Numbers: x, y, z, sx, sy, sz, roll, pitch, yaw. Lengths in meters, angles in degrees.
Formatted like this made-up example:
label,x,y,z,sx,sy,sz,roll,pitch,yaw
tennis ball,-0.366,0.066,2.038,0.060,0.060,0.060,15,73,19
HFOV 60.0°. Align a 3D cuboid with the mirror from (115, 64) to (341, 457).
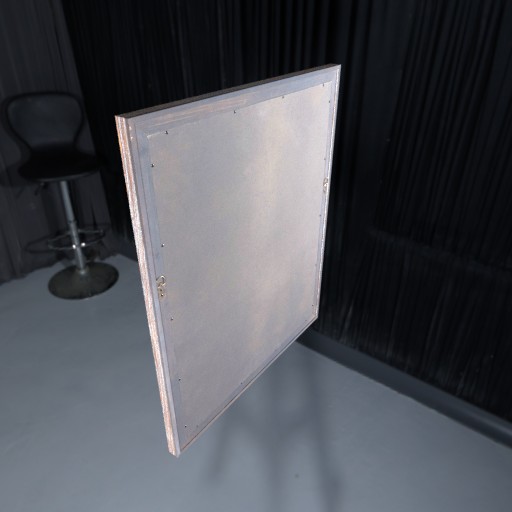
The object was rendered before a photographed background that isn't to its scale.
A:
label,x,y,z,sx,sy,sz,roll,pitch,yaw
mirror,0.000,0.000,1.200,0.032,0.882,0.730,21,37,31
